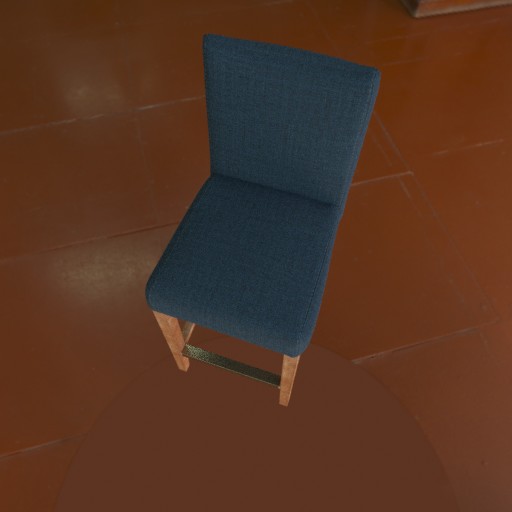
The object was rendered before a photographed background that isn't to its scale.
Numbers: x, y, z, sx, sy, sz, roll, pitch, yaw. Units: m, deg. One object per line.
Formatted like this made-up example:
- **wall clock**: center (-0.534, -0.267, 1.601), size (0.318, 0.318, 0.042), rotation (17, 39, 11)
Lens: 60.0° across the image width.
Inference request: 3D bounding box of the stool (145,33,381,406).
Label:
- **stool**: center (0.000, 0.000, 1.336), size (0.454, 1.039, 0.567), rotation (16, 60, 10)
